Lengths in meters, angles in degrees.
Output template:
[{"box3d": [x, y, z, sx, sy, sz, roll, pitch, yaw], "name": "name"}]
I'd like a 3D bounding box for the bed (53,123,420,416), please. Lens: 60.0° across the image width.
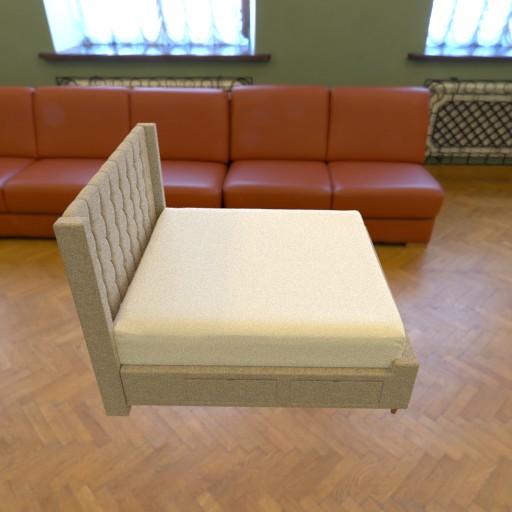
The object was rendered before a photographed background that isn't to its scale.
[{"box3d": [0.000, 0.000, 3.882, 2.372, 1.748, 2.044, 1, 33, 1], "name": "bed"}]
